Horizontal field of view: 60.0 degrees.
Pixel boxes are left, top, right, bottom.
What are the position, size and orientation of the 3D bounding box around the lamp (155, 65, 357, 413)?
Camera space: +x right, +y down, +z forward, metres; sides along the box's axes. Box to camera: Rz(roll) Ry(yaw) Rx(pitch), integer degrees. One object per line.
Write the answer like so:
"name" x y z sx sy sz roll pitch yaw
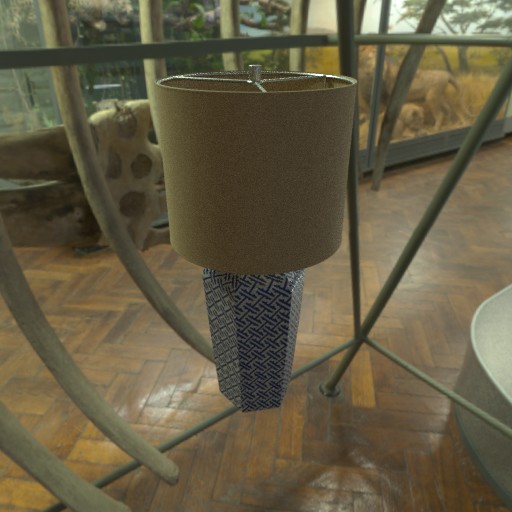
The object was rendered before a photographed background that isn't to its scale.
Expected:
"lamp" 0.000 0.000 0.861 0.320 0.682 0.320 -18 33 -31
